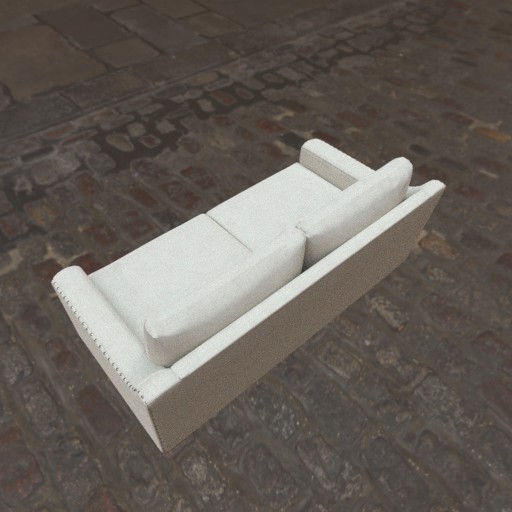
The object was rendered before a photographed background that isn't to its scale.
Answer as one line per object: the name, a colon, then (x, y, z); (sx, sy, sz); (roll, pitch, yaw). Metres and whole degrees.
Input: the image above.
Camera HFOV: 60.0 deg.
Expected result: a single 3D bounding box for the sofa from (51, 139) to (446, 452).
sofa: (0.000, 0.000, 2.729); (2.107, 0.983, 1.104); (-33, 55, -26)
